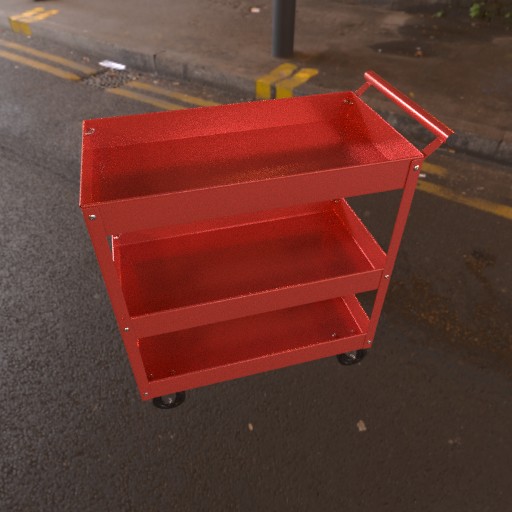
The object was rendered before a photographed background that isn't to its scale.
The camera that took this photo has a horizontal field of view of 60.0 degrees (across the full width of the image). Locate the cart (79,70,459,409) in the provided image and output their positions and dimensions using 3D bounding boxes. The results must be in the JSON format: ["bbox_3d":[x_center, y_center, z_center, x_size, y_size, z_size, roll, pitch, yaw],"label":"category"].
[{"bbox_3d":[0.000,0.000,1.174,0.719,0.780,0.366,-10,43,-11],"label":"cart"}]
